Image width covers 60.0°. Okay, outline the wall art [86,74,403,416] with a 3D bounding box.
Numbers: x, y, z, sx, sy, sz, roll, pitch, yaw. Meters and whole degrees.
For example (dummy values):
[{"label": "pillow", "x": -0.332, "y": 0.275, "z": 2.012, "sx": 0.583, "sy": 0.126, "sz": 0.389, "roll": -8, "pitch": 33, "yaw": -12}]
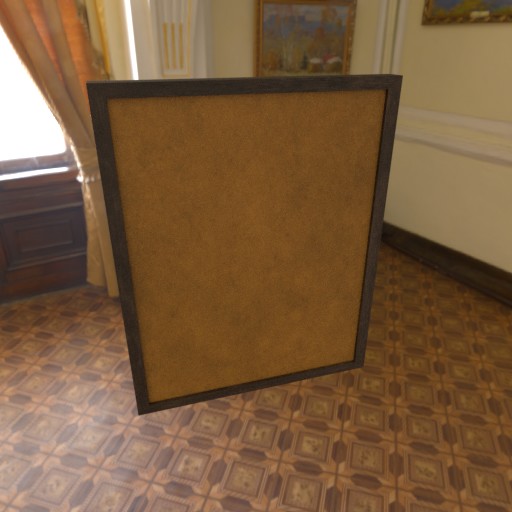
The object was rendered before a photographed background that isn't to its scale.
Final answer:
[{"label": "wall art", "x": 0.000, "y": 0.000, "z": 0.543, "sx": 0.329, "sy": 0.406, "sz": 0.027, "roll": -8, "pitch": 27, "yaw": -15}]
